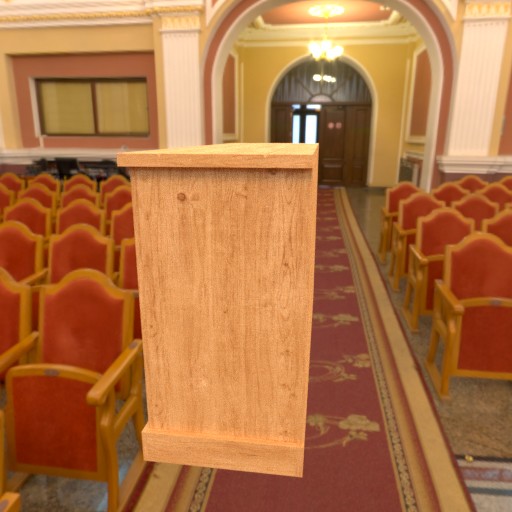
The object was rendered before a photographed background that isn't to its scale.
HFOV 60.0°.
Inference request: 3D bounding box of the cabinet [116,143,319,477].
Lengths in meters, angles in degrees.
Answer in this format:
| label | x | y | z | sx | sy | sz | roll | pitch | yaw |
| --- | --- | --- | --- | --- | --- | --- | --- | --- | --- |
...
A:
| label | x | y | z | sx | sy | sz | roll | pitch | yaw |
| --- | --- | --- | --- | --- | --- | --- | --- | --- | --- |
| cabinet | 0.000 | 0.000 | 1.687 | 0.432 | 0.810 | 1.321 | 2 | 15 | 8 |
